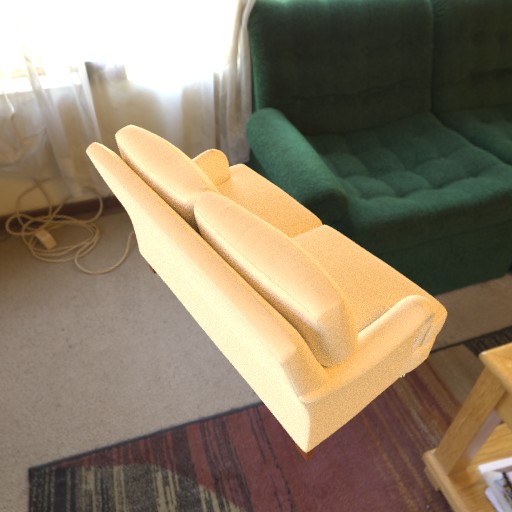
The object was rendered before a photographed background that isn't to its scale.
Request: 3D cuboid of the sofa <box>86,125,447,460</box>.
[{"bbox_3d":[0.000,0.000,2.478,1.084,1.101,1.853,-26,47,-26],"label":"sofa"}]
